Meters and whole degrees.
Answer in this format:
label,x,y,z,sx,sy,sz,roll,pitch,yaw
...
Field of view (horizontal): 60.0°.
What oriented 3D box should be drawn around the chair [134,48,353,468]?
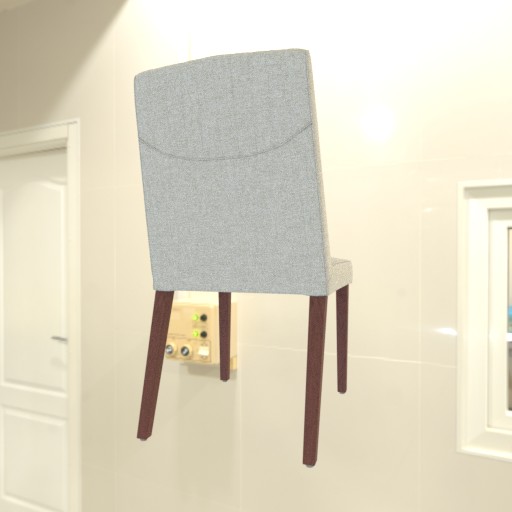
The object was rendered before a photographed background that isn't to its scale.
label,x,y,z,sx,sy,sz,roll,pitch,yaw
chair,0.000,0.000,1.255,0.480,0.900,0.594,0,1,19
